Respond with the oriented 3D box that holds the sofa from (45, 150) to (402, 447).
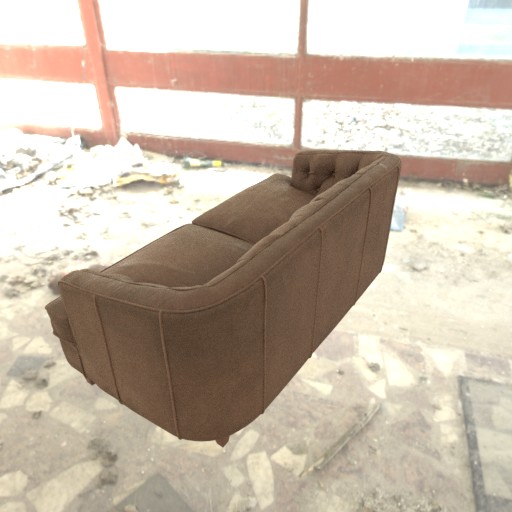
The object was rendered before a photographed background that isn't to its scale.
[{"bbox_3d":[0.000,0.000,2.193,0.917,0.799,1.767,20,37,29],"label":"sofa"}]
